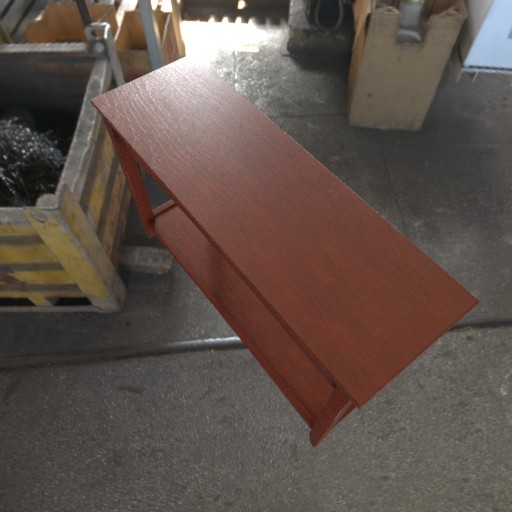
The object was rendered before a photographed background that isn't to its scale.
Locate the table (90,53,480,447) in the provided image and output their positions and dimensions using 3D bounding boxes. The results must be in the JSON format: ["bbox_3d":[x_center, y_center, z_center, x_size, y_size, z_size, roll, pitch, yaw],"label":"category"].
[{"bbox_3d":[0.000,0.000,1.520,0.392,0.739,1.188,-34,64,-19],"label":"table"}]
